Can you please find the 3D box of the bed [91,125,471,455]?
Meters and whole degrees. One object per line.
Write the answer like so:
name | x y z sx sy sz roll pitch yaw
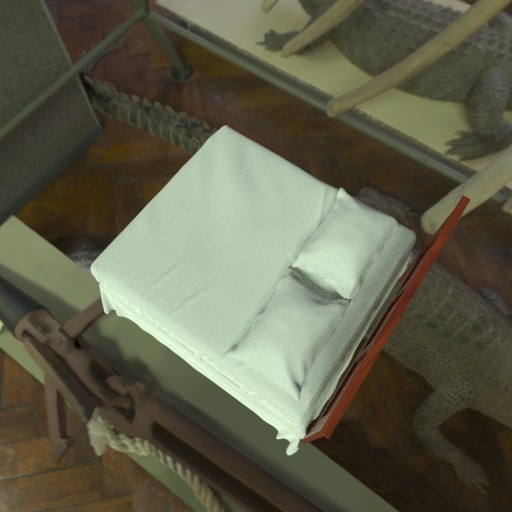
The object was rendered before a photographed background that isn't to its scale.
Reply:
bed | 0.000 0.000 3.224 2.050 1.270 1.870 33 69 14
